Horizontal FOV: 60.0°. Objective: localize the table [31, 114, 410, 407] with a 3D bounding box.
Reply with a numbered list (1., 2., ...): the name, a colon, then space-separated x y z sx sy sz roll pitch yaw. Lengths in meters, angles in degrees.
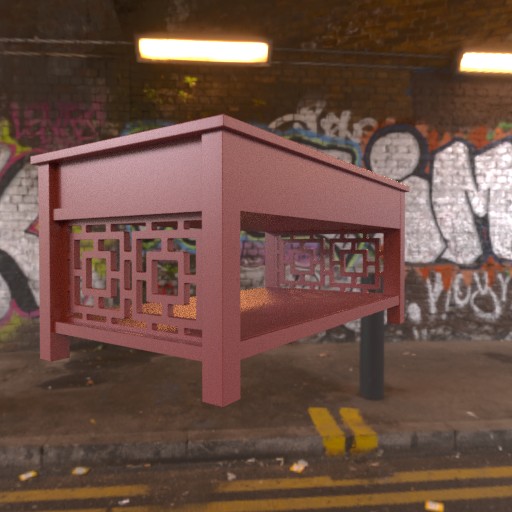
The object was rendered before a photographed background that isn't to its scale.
1. table: 0.000 0.000 1.347 0.612 0.493 1.068 1 1 35
